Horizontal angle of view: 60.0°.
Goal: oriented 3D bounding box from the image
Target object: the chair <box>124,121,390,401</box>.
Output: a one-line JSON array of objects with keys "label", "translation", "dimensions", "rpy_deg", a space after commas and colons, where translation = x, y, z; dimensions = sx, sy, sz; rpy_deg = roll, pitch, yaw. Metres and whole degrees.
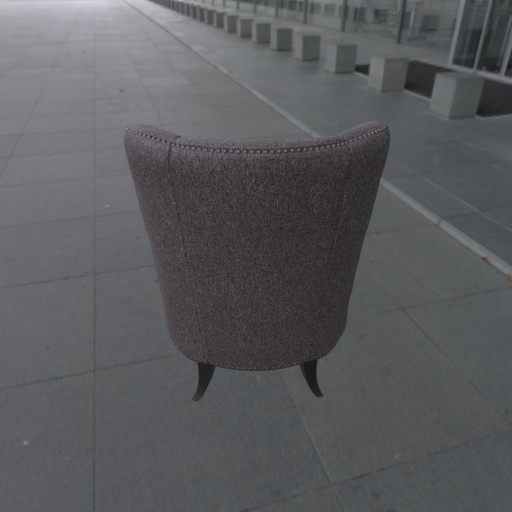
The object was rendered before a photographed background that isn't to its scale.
[{"label": "chair", "translation": [0.000, 0.000, 1.620], "dimensions": [0.759, 1.060, 0.758], "rpy_deg": [-1, 32, -2]}]
